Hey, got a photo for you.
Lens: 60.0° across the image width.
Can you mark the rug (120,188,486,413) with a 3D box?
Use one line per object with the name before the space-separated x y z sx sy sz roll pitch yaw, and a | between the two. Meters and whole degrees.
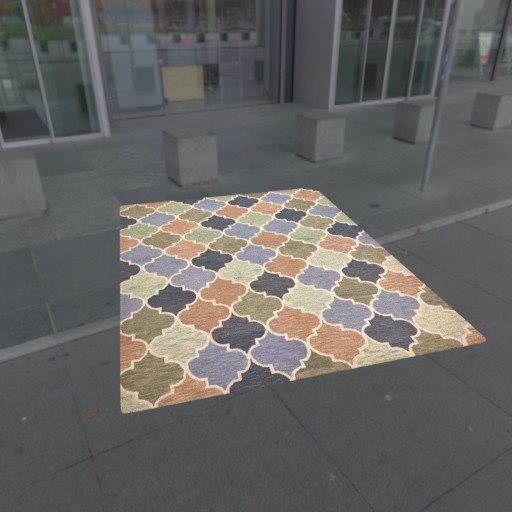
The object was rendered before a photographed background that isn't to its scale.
rug | 0.000 0.000 4.122 2.439 0.013 3.200 -7 29 -13
